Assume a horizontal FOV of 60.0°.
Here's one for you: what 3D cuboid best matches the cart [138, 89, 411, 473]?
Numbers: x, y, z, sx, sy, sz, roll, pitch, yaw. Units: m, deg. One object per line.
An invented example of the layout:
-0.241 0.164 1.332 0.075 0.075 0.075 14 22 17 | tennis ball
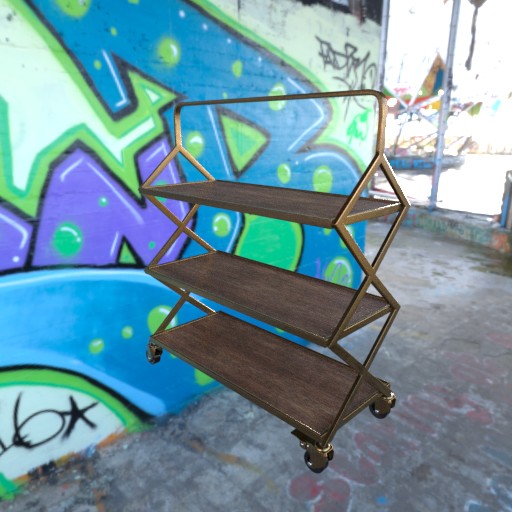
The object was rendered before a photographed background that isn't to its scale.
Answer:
0.000 0.000 1.192 0.313 0.805 0.723 -15 22 -43 | cart
